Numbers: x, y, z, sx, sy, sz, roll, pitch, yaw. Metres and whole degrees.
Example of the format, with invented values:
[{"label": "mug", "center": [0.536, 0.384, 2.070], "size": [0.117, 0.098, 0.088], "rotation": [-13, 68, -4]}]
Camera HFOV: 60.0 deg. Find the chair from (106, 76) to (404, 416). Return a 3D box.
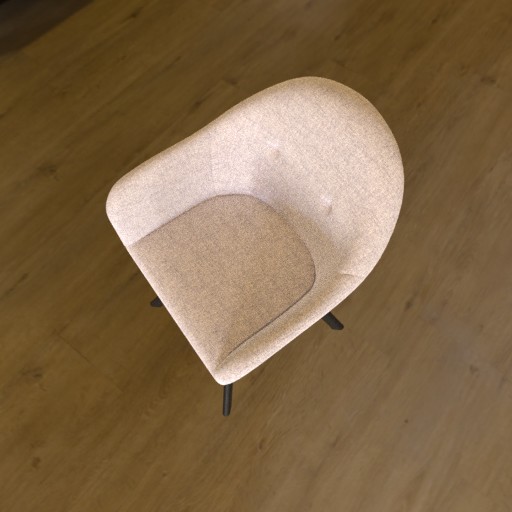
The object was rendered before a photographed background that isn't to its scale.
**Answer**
[{"label": "chair", "center": [0.000, 0.000, 1.163], "size": [0.570, 0.780, 0.540], "rotation": [-33, 68, -16]}]
